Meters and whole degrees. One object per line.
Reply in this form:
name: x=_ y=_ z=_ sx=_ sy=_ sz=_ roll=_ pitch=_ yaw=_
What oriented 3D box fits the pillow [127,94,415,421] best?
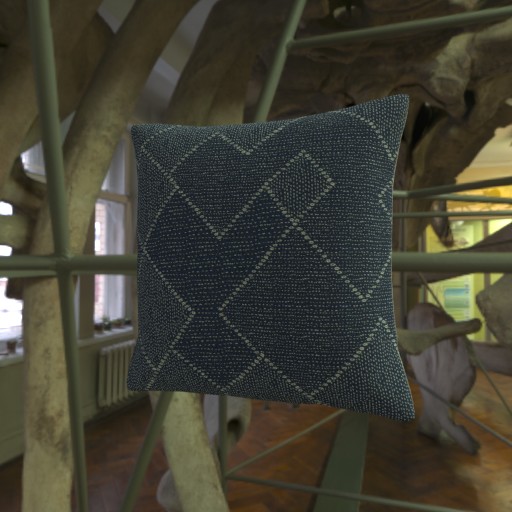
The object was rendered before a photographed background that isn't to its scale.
pillow: x=0.000 y=0.000 z=0.649 sx=0.435 sy=0.428 sz=0.148 roll=0 pitch=-1 yaw=19
